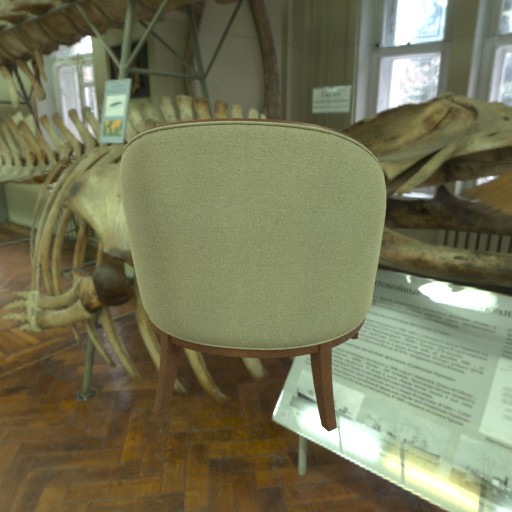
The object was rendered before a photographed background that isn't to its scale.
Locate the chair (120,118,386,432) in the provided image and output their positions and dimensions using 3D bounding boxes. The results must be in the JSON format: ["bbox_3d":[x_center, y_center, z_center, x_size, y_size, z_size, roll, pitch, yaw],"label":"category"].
[{"bbox_3d":[0.000,0.000,1.493,0.803,0.876,0.735,2,16,8],"label":"chair"}]
